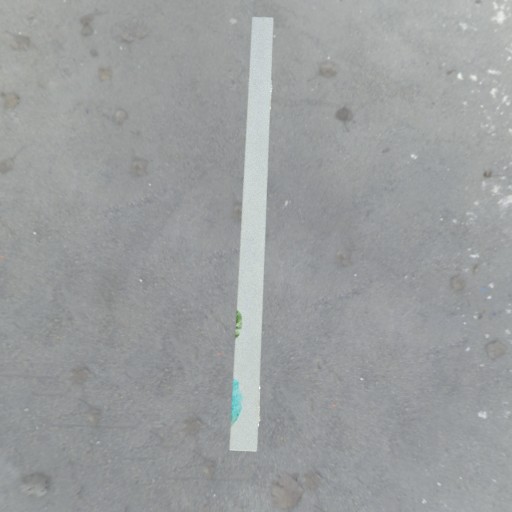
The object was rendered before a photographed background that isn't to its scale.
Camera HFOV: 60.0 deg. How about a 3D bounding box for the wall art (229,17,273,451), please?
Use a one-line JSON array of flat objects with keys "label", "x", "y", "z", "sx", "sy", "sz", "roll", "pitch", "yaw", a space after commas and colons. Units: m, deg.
[{"label": "wall art", "x": 0.000, "y": 0.000, "z": 0.985, "sx": 0.043, "sy": 0.610, "sz": 0.711, "roll": 2, "pitch": 75, "yaw": 1}]
